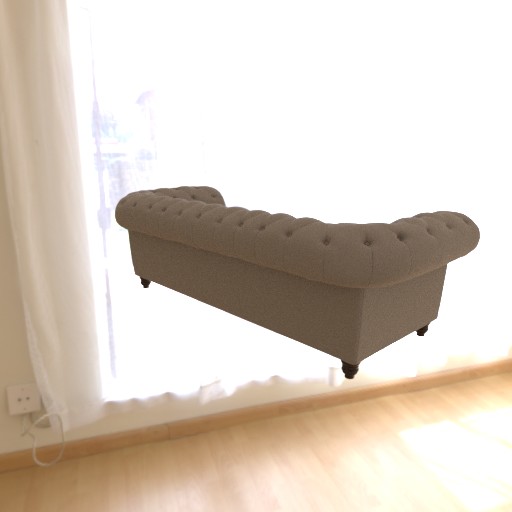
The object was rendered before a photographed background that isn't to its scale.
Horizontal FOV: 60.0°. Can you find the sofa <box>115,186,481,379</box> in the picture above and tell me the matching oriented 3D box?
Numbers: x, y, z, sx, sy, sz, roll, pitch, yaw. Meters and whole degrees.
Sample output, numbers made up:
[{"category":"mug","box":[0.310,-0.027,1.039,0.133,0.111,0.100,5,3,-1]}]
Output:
[{"category":"sofa","box":[0.000,0.000,2.859,0.991,0.749,2.411,-13,19,-42]}]
